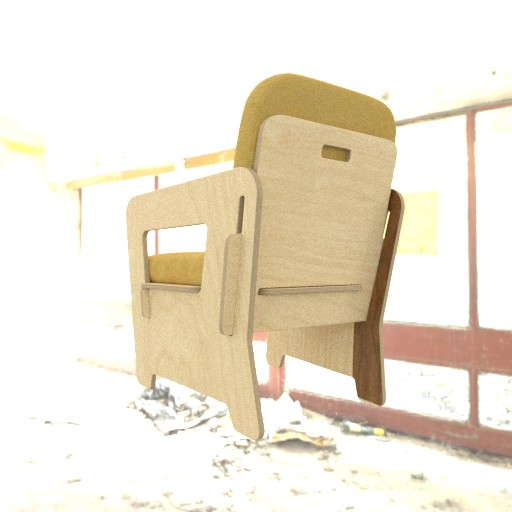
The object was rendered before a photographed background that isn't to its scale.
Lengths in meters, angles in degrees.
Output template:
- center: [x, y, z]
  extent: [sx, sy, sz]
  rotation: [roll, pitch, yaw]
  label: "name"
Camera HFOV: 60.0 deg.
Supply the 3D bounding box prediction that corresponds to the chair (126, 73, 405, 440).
- center: [0.000, 0.000, 1.305]
  extent: [0.590, 0.800, 0.710]
  rotation: [1, -1, -34]
  label: "chair"
